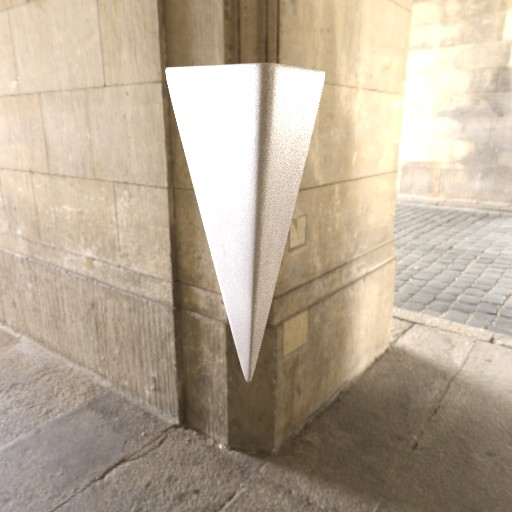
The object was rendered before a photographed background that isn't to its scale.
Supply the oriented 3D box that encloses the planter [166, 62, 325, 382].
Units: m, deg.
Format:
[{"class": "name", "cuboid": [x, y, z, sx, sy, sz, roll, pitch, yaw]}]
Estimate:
[{"class": "planter", "cuboid": [0.000, 0.000, 0.276, 0.101, 0.224, 0.081, -2, 16, -8]}]
